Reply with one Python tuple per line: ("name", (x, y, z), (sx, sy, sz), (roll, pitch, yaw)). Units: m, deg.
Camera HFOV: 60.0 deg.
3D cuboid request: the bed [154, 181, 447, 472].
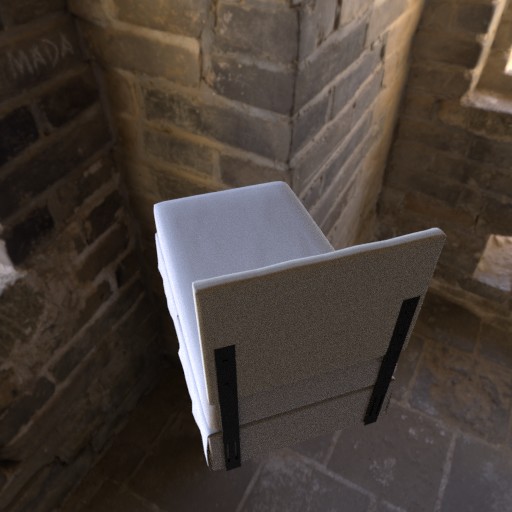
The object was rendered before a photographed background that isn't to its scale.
("bed", (0.000, 0.000, 3.021), (1.261, 1.571, 1.997), (-12, 43, -14))
